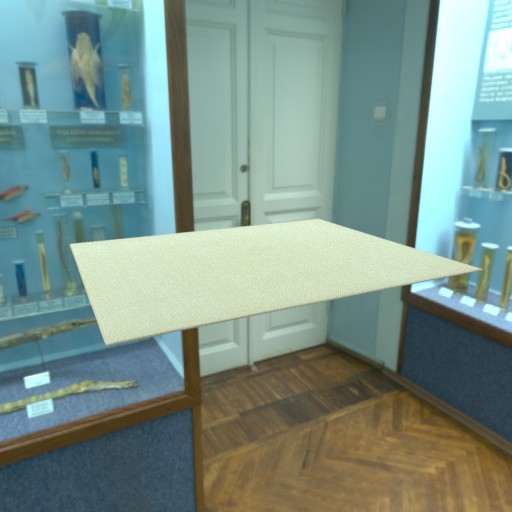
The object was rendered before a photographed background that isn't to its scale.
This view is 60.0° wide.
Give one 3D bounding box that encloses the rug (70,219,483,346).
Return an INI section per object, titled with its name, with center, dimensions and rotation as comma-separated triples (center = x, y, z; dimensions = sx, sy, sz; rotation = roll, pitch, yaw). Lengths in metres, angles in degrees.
[rug]
center = 0.000, 0.000, 4.113
dimensions = 3.039, 0.018, 2.462
rotation = -8, 18, -25
